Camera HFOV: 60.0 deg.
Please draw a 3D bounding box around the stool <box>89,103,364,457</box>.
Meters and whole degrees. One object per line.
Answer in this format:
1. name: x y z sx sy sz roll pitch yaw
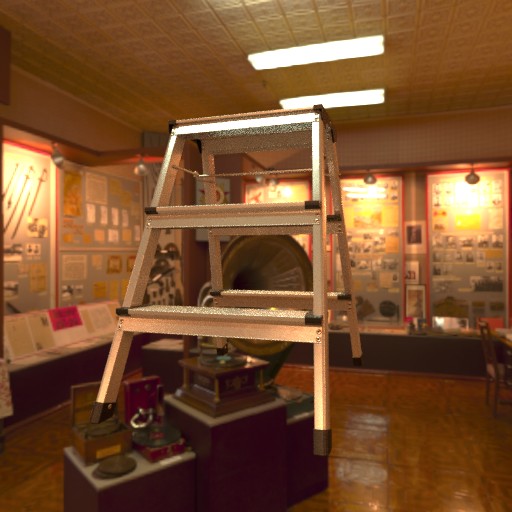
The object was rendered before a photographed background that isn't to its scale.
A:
1. stool: 0.000 0.000 1.028 0.437 0.605 0.622 0 0 18
